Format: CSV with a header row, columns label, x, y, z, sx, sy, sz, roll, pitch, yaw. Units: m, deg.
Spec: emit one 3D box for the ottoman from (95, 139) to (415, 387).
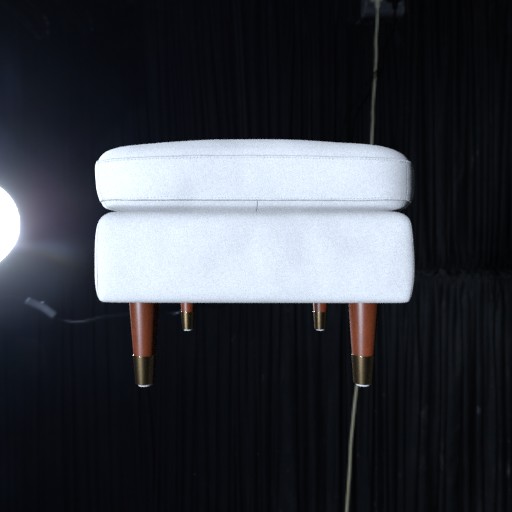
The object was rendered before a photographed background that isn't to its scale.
label,x,y,z,sx,sy,sz,roll,pitch,yaw
ottoman,0.000,0.000,1.122,0.593,0.478,0.747,0,1,0
